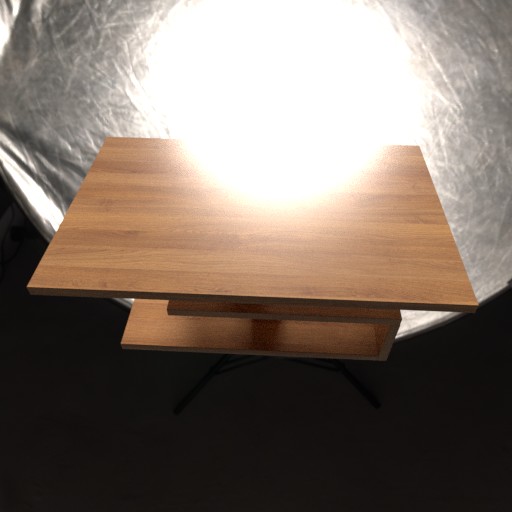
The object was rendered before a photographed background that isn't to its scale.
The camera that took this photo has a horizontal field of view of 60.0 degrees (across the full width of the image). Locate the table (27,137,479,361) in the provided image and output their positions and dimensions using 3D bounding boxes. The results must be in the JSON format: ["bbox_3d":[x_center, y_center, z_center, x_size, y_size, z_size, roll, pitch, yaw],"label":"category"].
[{"bbox_3d":[0.000,0.000,1.476,1.100,0.442,0.700,2,46,2],"label":"table"}]
